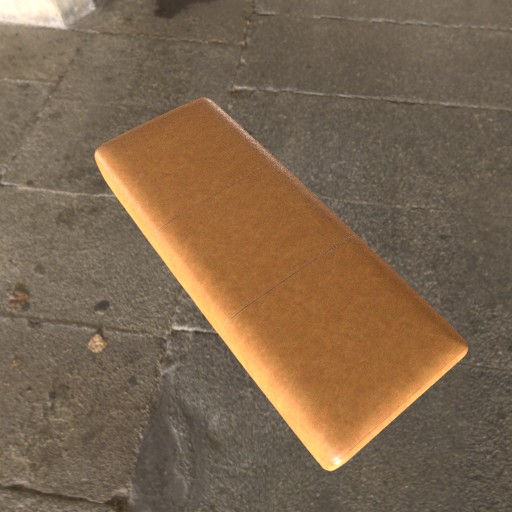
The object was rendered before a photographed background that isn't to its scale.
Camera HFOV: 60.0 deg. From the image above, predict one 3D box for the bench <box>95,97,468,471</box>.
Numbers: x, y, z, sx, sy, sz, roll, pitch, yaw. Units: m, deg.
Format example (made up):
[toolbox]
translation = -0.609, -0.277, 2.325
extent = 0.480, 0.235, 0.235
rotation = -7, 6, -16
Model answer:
[bench]
translation = 0.000, 0.000, 1.857
extent = 0.653, 0.399, 1.610
rotation = -33, 63, -19
